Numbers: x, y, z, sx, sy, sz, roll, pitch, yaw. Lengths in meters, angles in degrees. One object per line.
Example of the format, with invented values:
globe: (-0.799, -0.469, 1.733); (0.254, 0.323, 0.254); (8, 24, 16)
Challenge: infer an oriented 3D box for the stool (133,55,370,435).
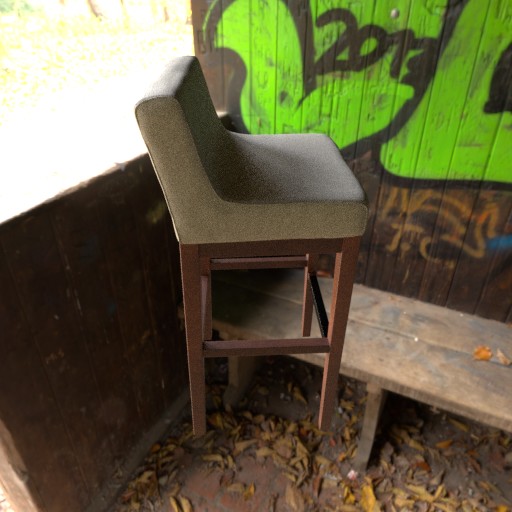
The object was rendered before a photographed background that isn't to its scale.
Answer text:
stool: (0.000, 0.000, 1.311); (0.500, 1.037, 0.511); (-1, 32, -2)
